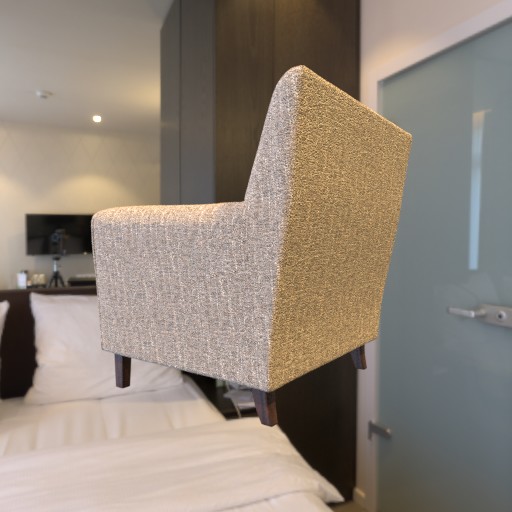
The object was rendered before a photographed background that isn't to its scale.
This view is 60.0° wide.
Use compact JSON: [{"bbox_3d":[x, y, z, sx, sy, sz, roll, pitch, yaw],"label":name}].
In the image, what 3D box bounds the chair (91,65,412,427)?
[{"bbox_3d":[0.000,0.000,1.622,0.873,0.928,0.864,2,3,36],"label":"chair"}]
